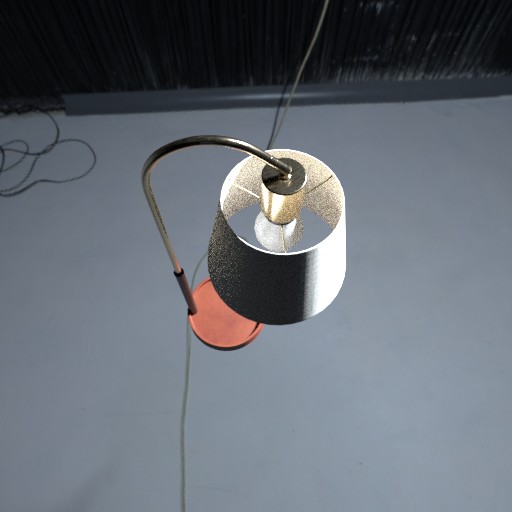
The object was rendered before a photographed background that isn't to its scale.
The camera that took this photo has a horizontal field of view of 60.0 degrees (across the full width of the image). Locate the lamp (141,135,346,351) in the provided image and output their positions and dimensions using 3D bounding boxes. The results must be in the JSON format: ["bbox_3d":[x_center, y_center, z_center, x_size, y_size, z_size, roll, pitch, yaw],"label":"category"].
[{"bbox_3d":[0.000,0.000,0.667,0.273,0.536,0.211,-2,65,-1],"label":"lamp"}]
